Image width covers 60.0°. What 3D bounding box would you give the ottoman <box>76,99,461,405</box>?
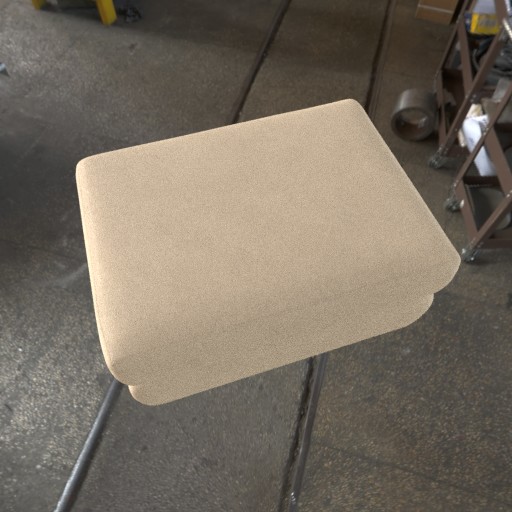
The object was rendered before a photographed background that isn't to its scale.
[{"bbox_3d":[0.000,0.000,1.173,0.773,0.504,0.569,-15,59,-9],"label":"ottoman"}]
